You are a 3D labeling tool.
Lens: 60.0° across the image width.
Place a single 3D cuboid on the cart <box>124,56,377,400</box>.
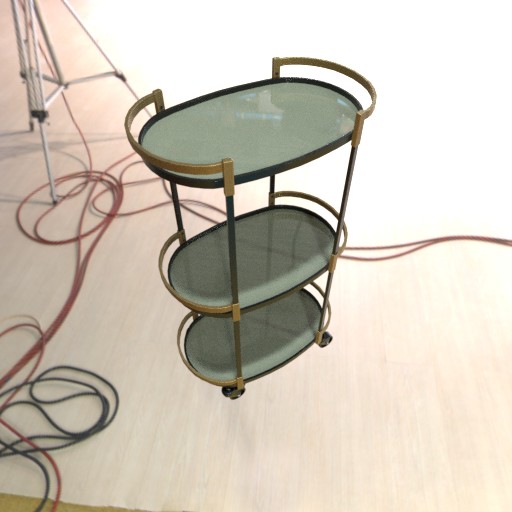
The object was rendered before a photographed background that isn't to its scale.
[{"bbox_3d":[0.000,0.000,1.188,0.515,0.885,0.311,-25,52,-21],"label":"cart"}]
